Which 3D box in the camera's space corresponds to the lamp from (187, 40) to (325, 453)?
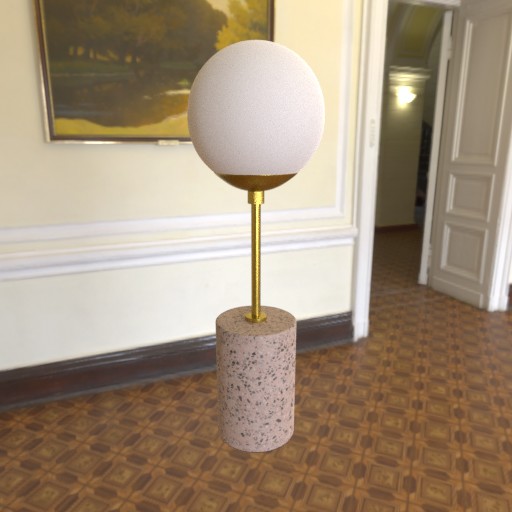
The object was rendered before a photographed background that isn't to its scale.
[{"bbox_3d":[0.000,0.000,0.540,0.153,0.480,0.153,0,14,0],"label":"lamp"}]
